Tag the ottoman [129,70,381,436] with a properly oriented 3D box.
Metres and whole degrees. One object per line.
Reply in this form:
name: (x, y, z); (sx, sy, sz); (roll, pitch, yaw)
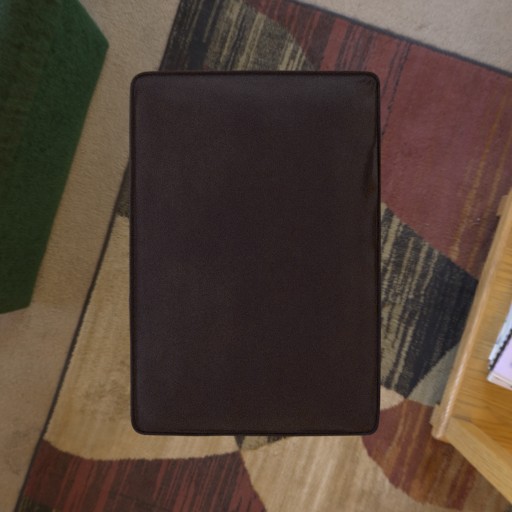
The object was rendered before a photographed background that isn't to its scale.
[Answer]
ottoman: (0.000, 0.000, 1.294); (0.637, 0.503, 0.938); (0, 91, 0)
